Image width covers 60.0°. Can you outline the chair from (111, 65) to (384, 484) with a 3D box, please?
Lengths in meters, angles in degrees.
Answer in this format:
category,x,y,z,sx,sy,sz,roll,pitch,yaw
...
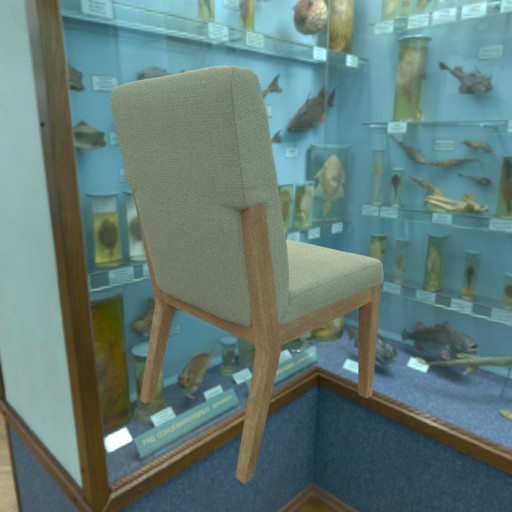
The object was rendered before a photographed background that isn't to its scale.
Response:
category,x,y,z,sx,sy,sz,roll,pitch,yaw
chair,0.000,0.000,1.257,0.586,0.911,0.507,-14,20,-42
